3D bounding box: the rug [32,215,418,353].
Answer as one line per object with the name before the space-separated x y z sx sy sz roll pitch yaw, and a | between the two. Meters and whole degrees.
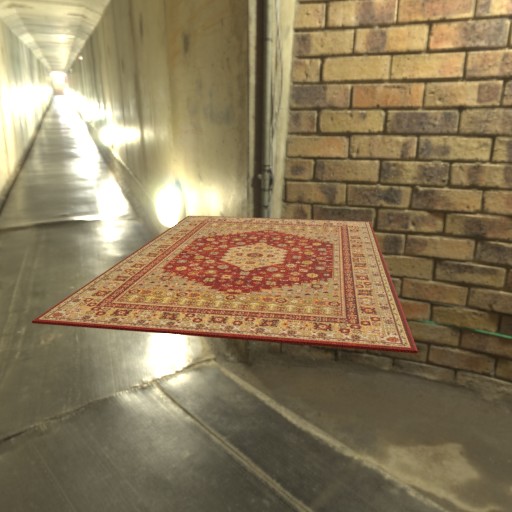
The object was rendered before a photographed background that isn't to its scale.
rug | 0.000 0.000 2.825 1.593 0.013 2.211 3 17 9
